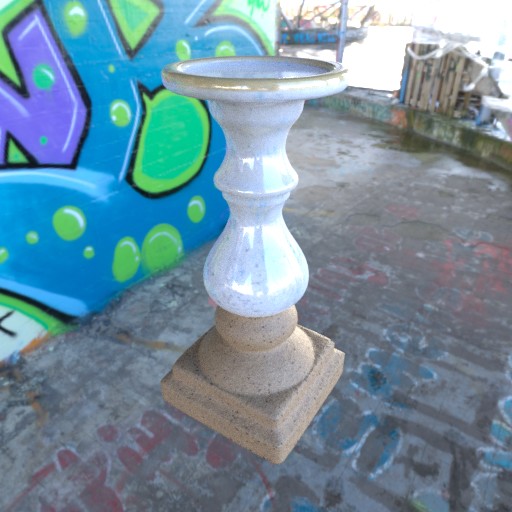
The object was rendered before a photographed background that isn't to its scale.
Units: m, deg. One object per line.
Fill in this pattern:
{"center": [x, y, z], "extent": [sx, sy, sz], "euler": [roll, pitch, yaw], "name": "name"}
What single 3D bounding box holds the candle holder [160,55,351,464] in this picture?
{"center": [0.000, 0.000, 0.300], "extent": [0.110, 0.239, 0.110], "euler": [18, 35, 28], "name": "candle holder"}
